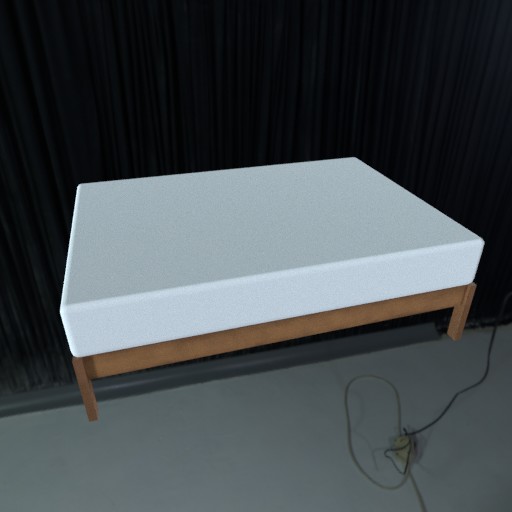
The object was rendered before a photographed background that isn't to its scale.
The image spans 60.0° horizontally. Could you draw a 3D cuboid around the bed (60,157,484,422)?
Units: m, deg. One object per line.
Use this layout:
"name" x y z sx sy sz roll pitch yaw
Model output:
"bed" 0.000 0.000 2.587 1.927 0.616 1.348 -8 31 -14
